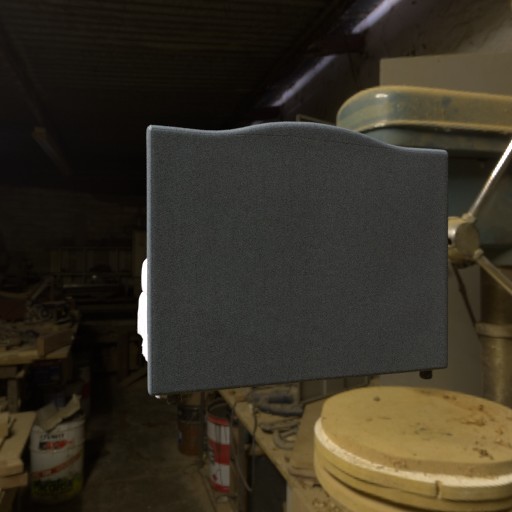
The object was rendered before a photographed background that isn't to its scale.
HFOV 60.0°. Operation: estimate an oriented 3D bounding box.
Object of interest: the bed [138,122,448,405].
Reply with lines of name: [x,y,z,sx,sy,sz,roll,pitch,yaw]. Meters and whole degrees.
bed: [0.000,0.000,3.386,1.753,1.460,2.143,0,0,-17]
